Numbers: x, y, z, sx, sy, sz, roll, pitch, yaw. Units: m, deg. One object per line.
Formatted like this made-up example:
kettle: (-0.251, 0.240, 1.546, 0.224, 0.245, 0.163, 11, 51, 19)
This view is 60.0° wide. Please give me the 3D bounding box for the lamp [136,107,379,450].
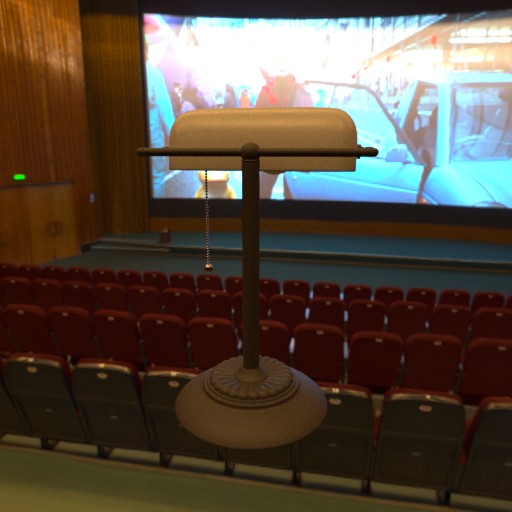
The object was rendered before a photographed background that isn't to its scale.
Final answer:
lamp: (0.000, 0.000, 0.519, 0.264, 0.339, 0.243, 2, 14, 10)
